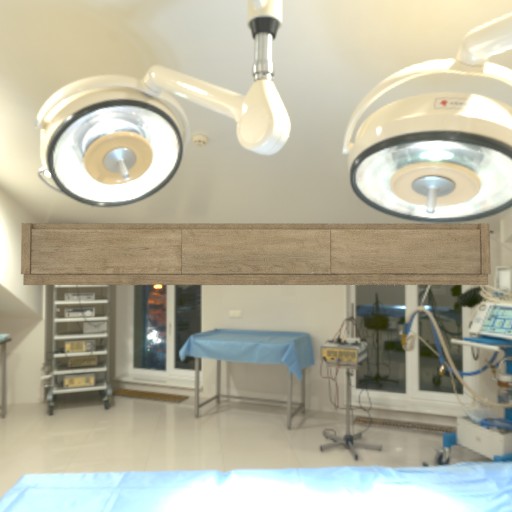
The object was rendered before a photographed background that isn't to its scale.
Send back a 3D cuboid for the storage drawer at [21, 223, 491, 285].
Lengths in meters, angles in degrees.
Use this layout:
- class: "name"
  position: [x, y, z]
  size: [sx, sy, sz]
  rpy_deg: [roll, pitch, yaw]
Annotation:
- class: "storage drawer"
  position: [0.000, 0.000, 2.253]
  size: [2.072, 0.274, 0.591]
  rpy_deg: [0, -2, 0]
